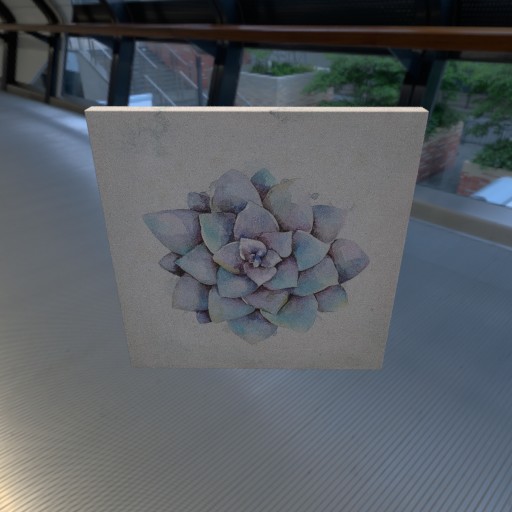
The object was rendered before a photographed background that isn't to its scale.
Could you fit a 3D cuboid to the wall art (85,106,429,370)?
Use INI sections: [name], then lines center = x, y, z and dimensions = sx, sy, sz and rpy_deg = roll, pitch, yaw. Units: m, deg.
[wall art]
center = 0.000, 0.000, 0.952
dimensions = 0.612, 0.612, 0.040
rpy_deg = 0, 29, 1
